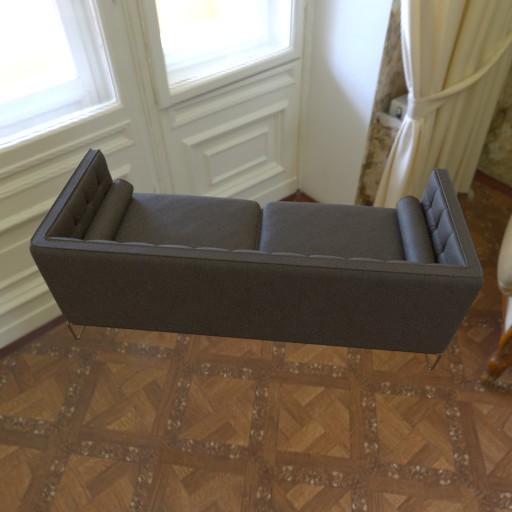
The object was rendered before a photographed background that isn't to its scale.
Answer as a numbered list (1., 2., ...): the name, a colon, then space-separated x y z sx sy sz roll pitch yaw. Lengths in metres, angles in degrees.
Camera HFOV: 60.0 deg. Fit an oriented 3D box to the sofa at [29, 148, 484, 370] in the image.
1. sofa: 0.000 0.000 2.521 2.087 0.789 0.867 4 46 4
